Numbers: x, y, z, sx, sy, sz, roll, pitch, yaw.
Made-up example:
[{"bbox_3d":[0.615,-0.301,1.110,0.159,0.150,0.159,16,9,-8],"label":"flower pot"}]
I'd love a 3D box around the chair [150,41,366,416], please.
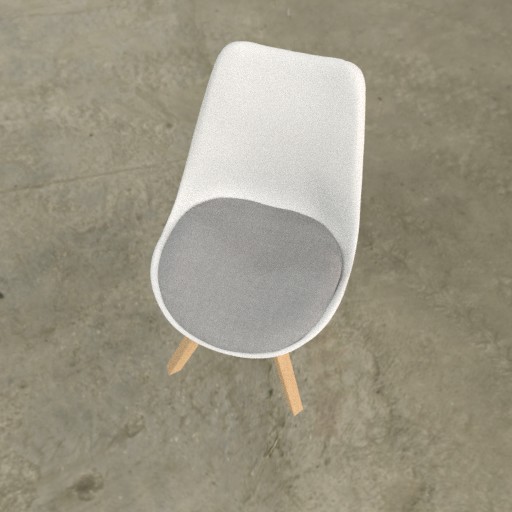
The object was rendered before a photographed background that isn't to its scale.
[{"bbox_3d":[0.000,0.000,1.159,0.485,0.850,0.550,15,60,9],"label":"chair"}]
